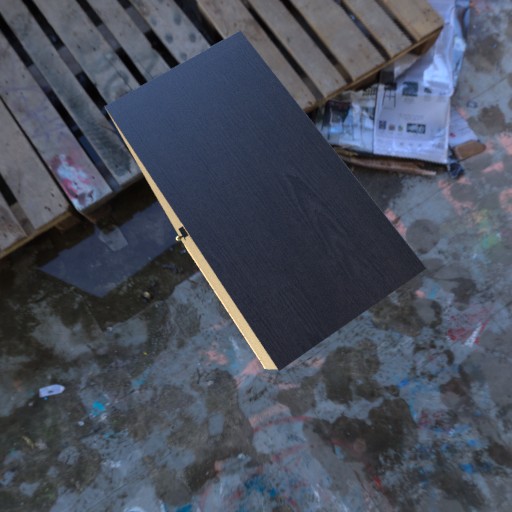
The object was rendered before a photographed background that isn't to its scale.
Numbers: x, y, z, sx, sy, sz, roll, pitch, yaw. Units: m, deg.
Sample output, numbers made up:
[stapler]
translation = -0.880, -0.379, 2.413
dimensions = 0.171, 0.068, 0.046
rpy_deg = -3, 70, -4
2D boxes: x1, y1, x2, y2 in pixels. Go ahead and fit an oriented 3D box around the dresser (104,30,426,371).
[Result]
[dresser]
translation = 0.000, 0.000, 1.571
dimensions = 0.418, 1.254, 0.704
rpy_deg = -33, 78, -8
